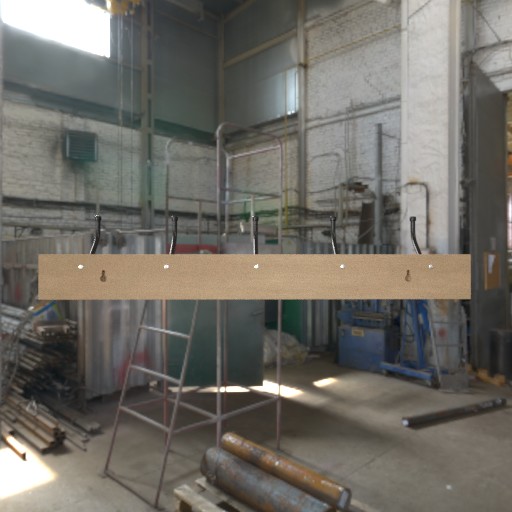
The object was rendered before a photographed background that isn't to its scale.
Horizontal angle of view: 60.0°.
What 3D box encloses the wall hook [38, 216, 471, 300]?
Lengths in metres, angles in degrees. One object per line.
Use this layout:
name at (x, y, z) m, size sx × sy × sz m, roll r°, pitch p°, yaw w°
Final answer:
wall hook at (0.000, 0.000, 0.621) m, size 0.571 × 0.117 × 0.071 m, roll 0°, pitch 0°, yaw -1°
